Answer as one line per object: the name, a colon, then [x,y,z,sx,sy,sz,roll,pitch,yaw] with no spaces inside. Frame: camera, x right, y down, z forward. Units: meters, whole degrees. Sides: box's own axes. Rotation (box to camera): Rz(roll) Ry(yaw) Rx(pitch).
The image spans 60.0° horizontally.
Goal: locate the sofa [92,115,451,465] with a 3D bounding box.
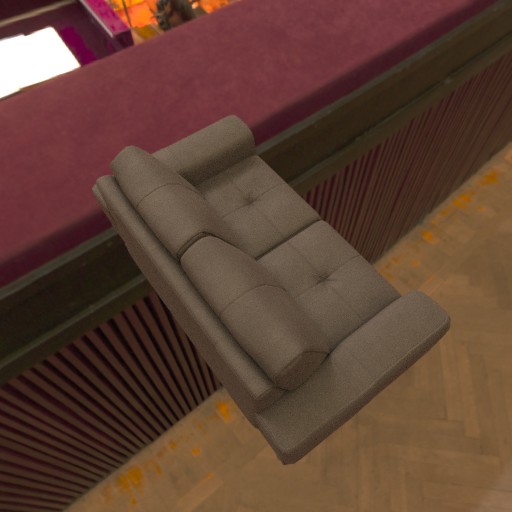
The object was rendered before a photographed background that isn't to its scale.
sofa: [0.000,0.000,2.346,1.018,0.907,1.806,-33,64,-18]
